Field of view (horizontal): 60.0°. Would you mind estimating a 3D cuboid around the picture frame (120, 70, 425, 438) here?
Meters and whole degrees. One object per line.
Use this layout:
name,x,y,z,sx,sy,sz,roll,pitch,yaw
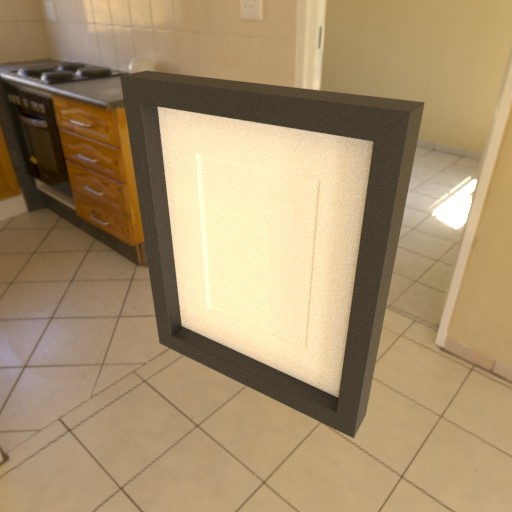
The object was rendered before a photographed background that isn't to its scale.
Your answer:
picture frame,0.000,0.000,0.390,0.232,0.284,0.042,18,35,27
